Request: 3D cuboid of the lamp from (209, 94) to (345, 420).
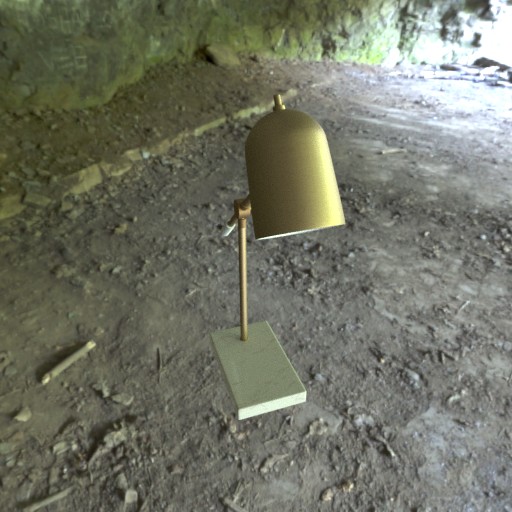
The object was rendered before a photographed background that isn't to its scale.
[{"bbox_3d":[0.000,0.000,0.818,0.144,0.603,0.471,-10,32,-16],"label":"lamp"}]
